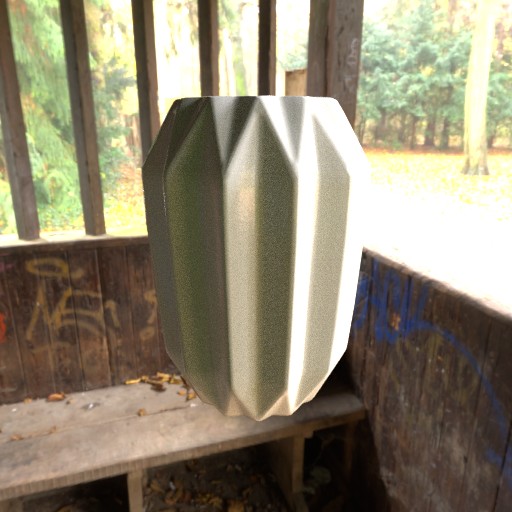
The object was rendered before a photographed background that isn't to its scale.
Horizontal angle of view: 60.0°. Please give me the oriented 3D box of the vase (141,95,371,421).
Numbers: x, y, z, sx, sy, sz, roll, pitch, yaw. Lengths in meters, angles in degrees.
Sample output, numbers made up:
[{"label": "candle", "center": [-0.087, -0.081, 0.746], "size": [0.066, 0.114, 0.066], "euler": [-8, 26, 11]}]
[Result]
[{"label": "vase", "center": [0.000, 0.000, 0.411], "size": [0.195, 0.275, 0.195], "euler": [0, 18, 0]}]
